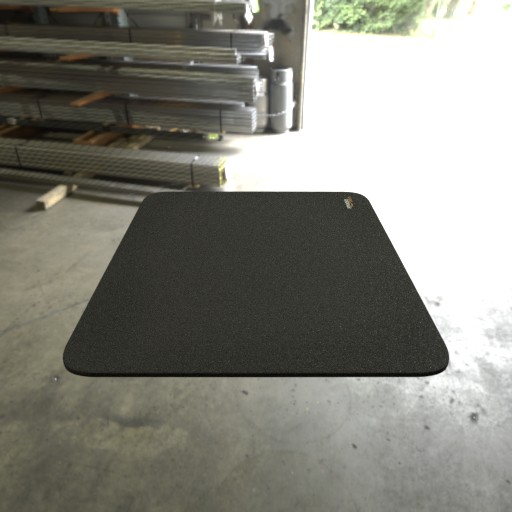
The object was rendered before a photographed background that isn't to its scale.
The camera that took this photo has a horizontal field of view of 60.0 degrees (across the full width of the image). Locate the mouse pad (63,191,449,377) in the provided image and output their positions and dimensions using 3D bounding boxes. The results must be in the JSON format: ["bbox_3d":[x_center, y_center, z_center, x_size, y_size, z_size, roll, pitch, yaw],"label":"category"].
[{"bbox_3d":[0.000,0.000,0.317,0.203,0.003,0.229,0,31,0],"label":"mouse pad"}]
